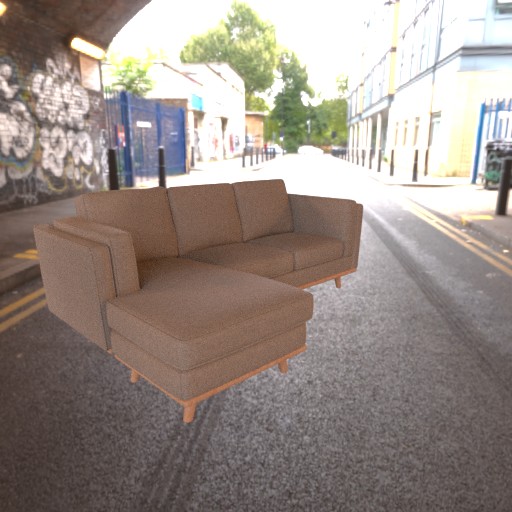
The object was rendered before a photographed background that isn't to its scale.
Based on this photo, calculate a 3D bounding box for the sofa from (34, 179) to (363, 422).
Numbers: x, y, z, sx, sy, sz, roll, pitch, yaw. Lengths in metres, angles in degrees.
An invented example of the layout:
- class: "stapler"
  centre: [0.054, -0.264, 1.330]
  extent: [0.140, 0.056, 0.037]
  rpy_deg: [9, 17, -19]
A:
- class: "sofa"
  centre: [0.000, 0.000, 3.087]
  extent: [2.411, 0.929, 1.604]
  rpy_deg: [-13, 19, -42]
